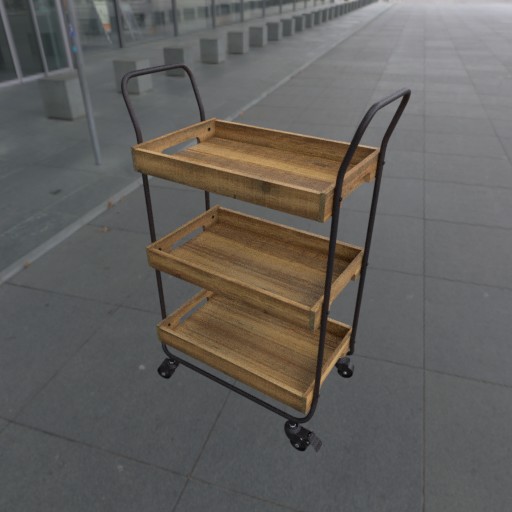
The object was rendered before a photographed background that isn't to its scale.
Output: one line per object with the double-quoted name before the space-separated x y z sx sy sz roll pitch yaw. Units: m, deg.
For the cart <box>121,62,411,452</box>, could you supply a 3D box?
"cart" 0.000 0.000 1.138 0.583 0.857 0.339 19 36 28
